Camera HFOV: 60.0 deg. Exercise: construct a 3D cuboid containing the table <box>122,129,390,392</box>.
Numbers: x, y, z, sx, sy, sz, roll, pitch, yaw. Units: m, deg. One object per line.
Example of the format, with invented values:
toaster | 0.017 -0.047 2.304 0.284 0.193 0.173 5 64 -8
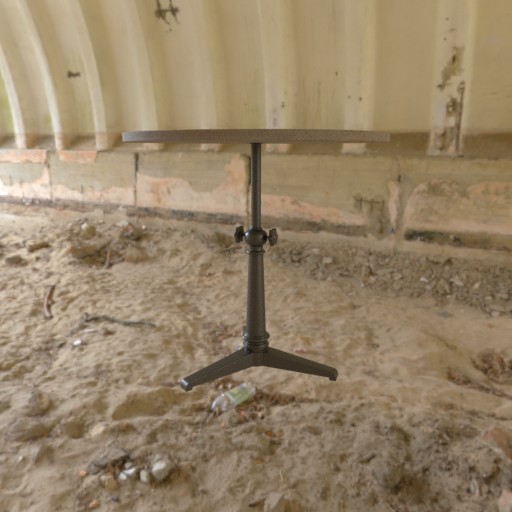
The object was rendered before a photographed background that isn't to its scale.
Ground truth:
table | 0.000 0.000 1.471 0.800 0.780 0.800 0 14 0
